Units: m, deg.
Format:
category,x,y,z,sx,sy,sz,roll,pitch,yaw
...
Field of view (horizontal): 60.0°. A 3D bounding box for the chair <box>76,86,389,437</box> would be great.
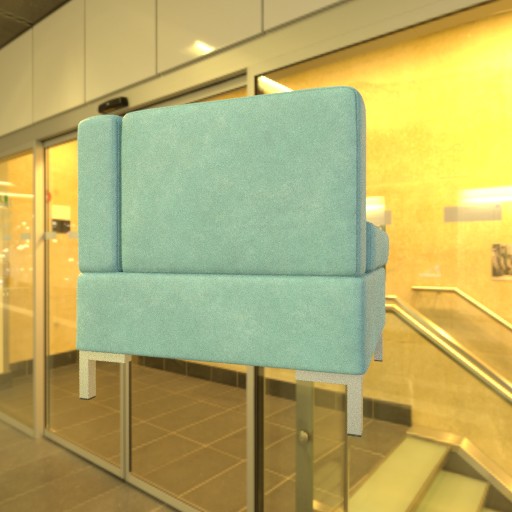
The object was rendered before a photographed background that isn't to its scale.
category,x,y,z,sx,sy,sz,roll,pitch,yaw
chair,0.000,0.000,1.221,0.680,0.660,0.680,0,0,19
